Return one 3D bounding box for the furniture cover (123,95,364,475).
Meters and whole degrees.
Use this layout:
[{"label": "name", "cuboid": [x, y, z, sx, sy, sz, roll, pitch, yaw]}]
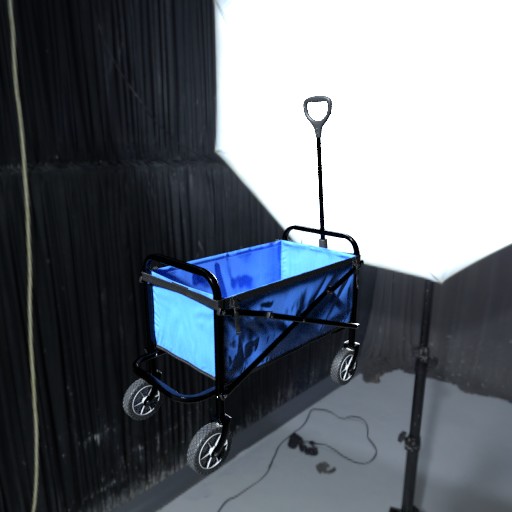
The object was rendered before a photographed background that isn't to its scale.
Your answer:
[{"label": "furniture cover", "cuboid": [0.000, 0.000, 1.823, 1.038, 1.295, 0.532, -14, 20, -43]}]
